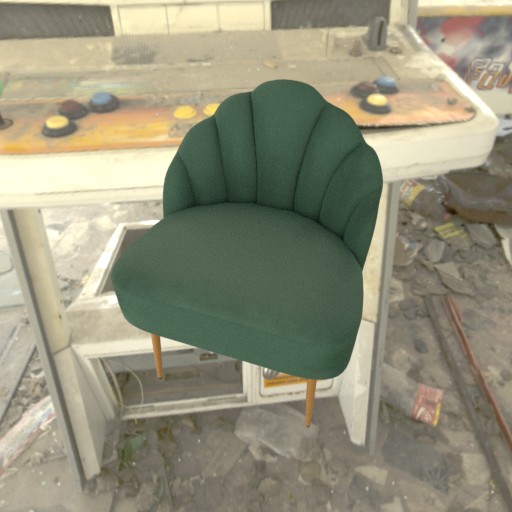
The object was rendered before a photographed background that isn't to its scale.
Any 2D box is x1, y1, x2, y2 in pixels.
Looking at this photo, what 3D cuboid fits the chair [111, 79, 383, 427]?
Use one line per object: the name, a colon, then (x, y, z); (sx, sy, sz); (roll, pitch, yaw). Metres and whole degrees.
chair: (0.000, 0.000, 1.289); (0.657, 0.819, 0.599); (13, 43, 15)
